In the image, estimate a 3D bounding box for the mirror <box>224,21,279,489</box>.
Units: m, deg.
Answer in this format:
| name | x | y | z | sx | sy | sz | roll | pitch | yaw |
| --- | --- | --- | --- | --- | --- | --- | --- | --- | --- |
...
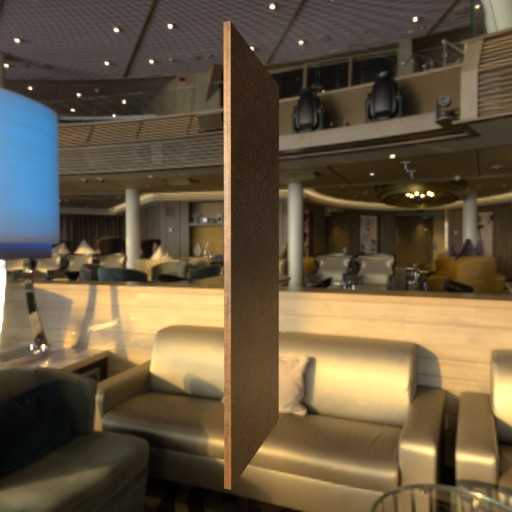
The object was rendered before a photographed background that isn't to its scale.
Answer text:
| name | x | y | z | sx | sy | sz | roll | pitch | yaw |
| --- | --- | --- | --- | --- | --- | --- | --- | --- | --- |
| mirror | 0.000 | 0.000 | 2.312 | 0.032 | 2.031 | 0.812 | 0 | 1 | 18 |
